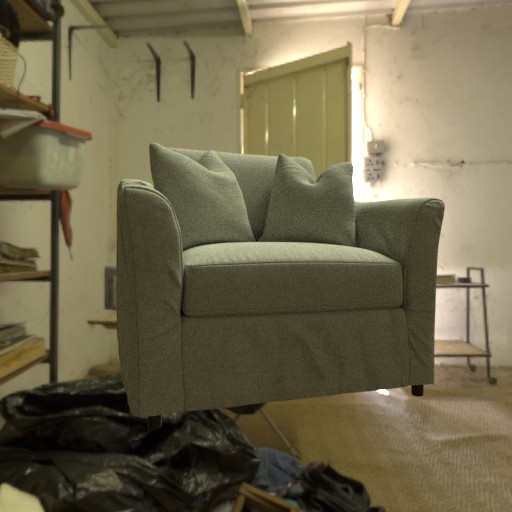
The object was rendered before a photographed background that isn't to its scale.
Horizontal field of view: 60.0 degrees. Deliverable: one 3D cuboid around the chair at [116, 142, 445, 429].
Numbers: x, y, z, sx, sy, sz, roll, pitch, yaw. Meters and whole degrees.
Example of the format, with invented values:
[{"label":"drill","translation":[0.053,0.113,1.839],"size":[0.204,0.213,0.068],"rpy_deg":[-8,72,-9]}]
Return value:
[{"label":"chair","translation":[0.000,0.000,2.002],"size":[1.194,1.059,1.071],"rpy_deg":[0,1,-18]}]
